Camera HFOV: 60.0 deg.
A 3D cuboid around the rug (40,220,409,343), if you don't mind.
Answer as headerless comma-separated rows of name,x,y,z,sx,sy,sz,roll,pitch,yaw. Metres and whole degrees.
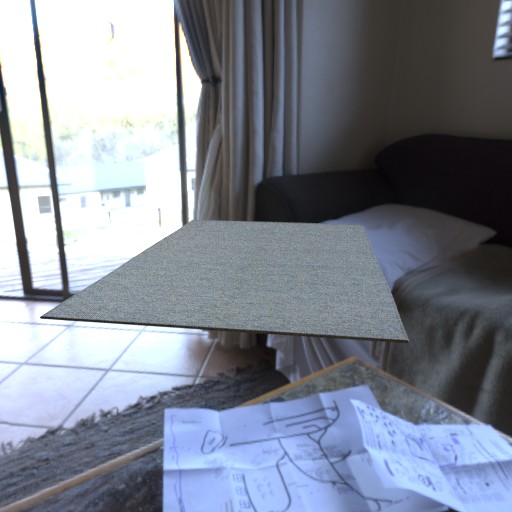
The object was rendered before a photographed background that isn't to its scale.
rug,0.000,0.000,2.890,1.547,0.013,2.283,2,16,8
